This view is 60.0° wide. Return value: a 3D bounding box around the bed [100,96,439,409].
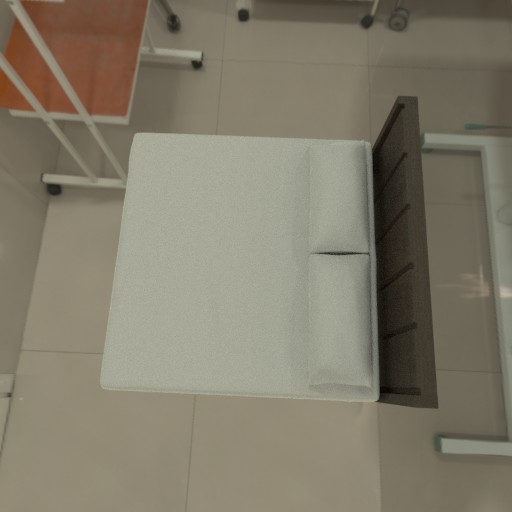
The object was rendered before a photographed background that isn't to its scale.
[{"bbox_3d":[0.000,0.000,3.514,2.238,1.261,2.143,2,74,1],"label":"bed"}]
